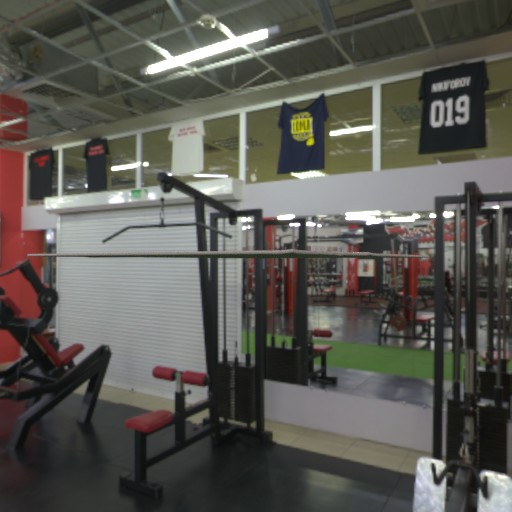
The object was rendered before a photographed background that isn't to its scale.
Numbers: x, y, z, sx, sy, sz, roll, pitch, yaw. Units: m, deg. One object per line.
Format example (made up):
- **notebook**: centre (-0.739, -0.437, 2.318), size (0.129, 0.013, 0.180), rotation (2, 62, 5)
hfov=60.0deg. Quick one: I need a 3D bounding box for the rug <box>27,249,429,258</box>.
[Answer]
- **rug**: centre (0.000, 0.000, 4.135), size (2.434, 0.032, 3.007), rotation (0, -1, 33)
